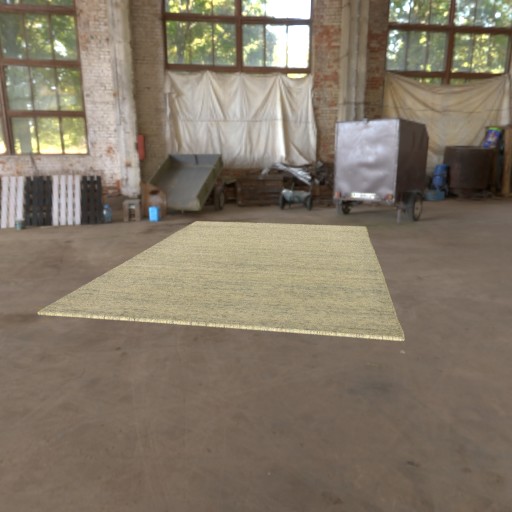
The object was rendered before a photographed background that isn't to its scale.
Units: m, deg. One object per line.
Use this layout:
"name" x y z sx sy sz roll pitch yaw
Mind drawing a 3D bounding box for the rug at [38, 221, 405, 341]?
"rug" 0.000 0.000 2.321 1.243 0.014 1.846 3 15 10
